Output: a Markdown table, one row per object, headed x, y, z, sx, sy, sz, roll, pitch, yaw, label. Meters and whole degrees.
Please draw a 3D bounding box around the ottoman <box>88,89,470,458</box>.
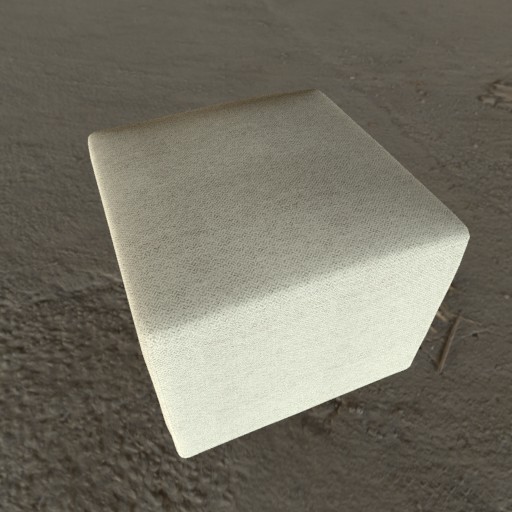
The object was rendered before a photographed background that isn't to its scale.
| x | y | z | sx | sy | sz | roll | pitch | yaw | label |
| --- | --- | --- | --- | --- | --- | --- | --- | --- | --- |
| 0.000 | 0.000 | 0.894 | 0.512 | 0.453 | 0.521 | -17 | 49 | -15 | ottoman |
